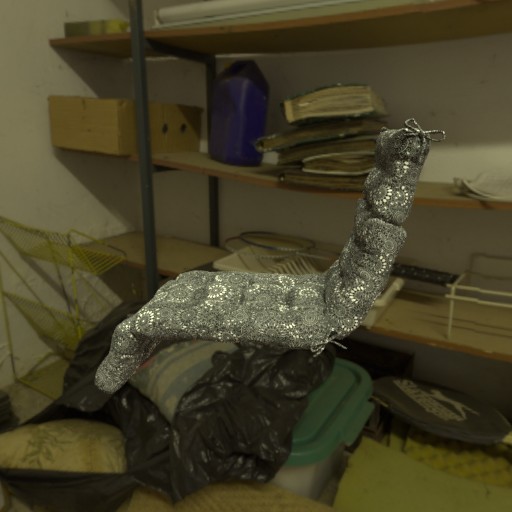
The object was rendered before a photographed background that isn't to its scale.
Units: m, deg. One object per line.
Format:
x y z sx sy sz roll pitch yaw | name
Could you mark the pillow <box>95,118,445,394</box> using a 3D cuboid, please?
0.000 0.000 1.492 1.016 0.863 0.526 2 15 9 | pillow
